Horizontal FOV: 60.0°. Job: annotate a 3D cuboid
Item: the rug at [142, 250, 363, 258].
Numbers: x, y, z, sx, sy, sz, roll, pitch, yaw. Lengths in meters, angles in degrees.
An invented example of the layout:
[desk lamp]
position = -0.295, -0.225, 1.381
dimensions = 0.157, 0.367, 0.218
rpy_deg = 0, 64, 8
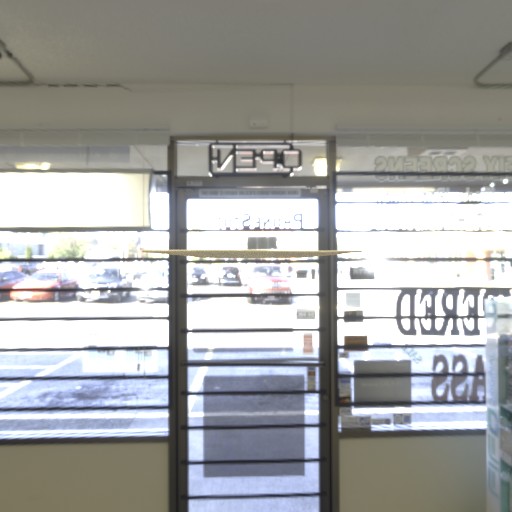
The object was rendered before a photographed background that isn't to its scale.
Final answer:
[rug]
position = 0.000, 0.000, 2.753
dimensions = 0.770, 0.016, 2.442
rpy_deg = 0, -1, 1
